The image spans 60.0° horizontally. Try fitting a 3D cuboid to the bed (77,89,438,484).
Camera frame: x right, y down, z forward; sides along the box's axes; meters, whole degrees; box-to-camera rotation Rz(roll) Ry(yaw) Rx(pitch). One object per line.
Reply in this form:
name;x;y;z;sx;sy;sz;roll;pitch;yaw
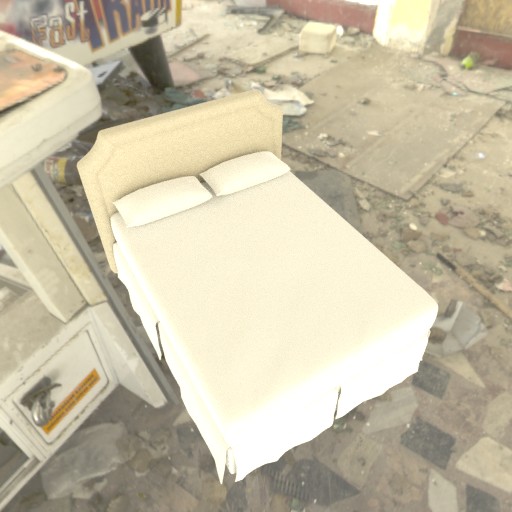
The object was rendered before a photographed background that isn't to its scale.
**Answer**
bed;0.000;0.000;3.077;1.693;1.290;2.116;-23;50;-21
